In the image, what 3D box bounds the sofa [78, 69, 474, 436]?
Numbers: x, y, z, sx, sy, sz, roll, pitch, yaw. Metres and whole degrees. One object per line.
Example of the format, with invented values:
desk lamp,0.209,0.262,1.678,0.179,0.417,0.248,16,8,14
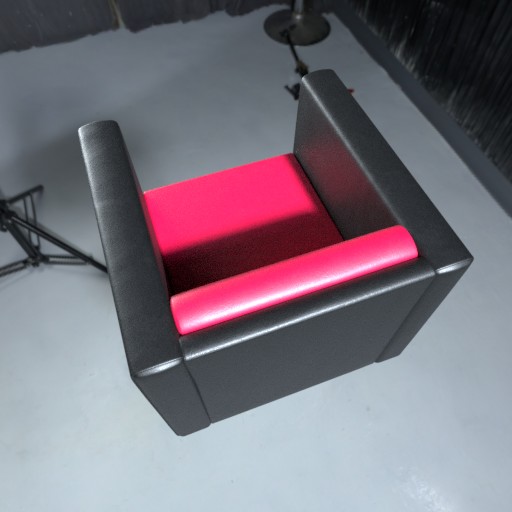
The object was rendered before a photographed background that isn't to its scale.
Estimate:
sofa,0.000,0.000,1.461,0.839,0.724,0.809,-17,59,-11
